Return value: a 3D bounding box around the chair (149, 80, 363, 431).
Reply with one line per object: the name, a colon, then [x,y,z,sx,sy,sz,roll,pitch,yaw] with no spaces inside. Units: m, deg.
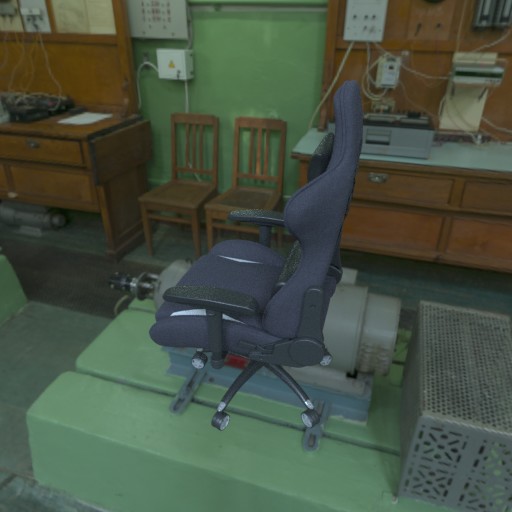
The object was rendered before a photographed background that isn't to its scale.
chair: [0.000,0.000,1.721,0.695,1.300,0.730,8,31,14]
